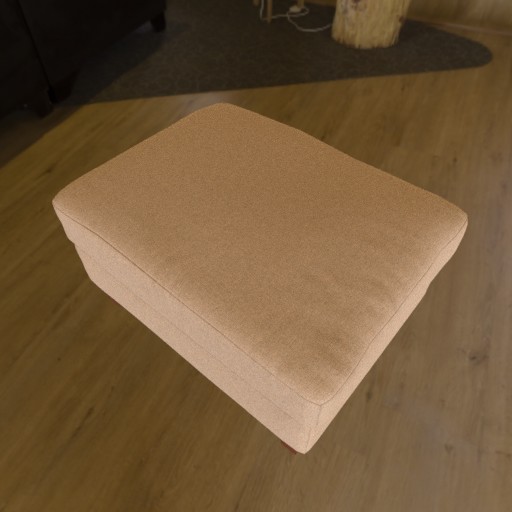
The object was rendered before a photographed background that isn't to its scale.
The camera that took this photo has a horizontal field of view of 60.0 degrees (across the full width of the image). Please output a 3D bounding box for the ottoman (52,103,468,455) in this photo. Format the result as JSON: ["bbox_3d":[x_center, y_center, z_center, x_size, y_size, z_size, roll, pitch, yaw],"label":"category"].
[{"bbox_3d":[0.000,0.000,1.300,0.902,0.511,0.692,32,56,26],"label":"ottoman"}]
